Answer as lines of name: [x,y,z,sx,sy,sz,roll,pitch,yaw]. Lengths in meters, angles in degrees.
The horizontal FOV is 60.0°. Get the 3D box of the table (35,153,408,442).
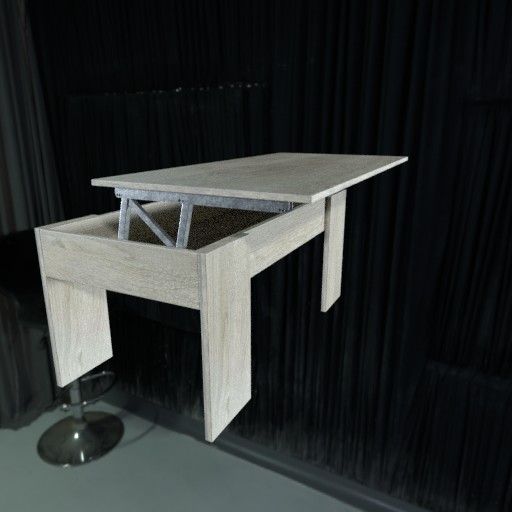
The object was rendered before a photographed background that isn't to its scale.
table: [0.000,0.000,1.392,0.711,0.570,1.000,8,19,26]
